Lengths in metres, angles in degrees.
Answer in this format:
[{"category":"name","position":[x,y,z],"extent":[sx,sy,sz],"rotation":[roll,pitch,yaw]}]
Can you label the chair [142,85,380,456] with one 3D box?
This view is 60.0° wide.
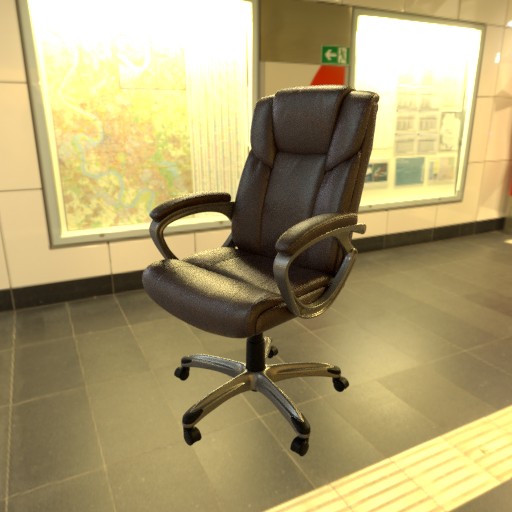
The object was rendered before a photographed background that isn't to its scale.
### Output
[{"category":"chair","position":[0.000,0.000,1.529],"extent":[0.656,1.128,0.692],"rotation":[16,23,41]}]
